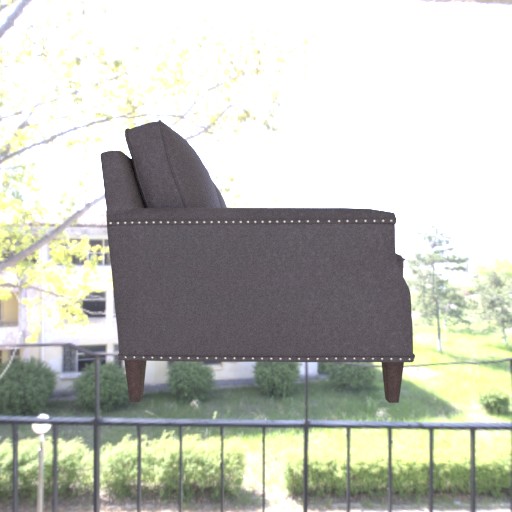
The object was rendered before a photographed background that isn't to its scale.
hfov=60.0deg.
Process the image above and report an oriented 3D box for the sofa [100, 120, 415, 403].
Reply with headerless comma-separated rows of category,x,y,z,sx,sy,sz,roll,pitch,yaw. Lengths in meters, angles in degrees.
sofa,0.000,0.000,2.250,1.084,1.003,1.597,0,0,0
